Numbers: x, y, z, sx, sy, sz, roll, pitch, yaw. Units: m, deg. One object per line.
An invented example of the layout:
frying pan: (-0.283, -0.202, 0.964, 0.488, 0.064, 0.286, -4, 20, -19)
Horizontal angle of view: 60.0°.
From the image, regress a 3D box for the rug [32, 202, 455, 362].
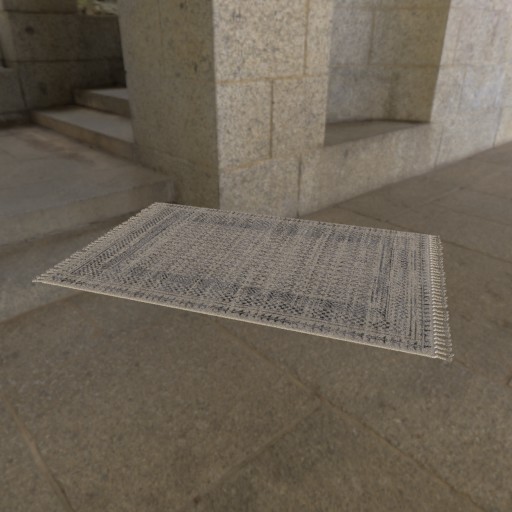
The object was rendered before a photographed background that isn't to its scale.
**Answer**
rug: (0.000, 0.000, 3.085, 2.486, 0.013, 1.548, 8, 28, 16)
